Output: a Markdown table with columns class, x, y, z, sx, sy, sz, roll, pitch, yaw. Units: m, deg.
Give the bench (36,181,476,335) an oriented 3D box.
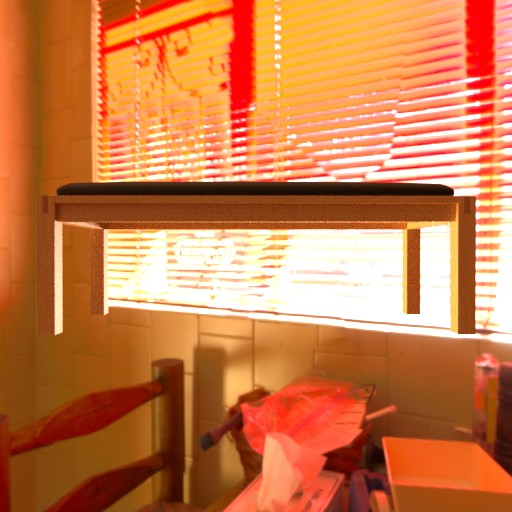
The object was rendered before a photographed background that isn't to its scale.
| class | x | y | z | sx | sy | sz | roll | pitch | yaw |
| --- | --- | --- | --- | --- | --- | --- | --- | --- | --- |
| bench | 0.000 | 0.000 | 1.434 | 1.202 | 0.430 | 0.450 | 0 | 0 | -1 |
